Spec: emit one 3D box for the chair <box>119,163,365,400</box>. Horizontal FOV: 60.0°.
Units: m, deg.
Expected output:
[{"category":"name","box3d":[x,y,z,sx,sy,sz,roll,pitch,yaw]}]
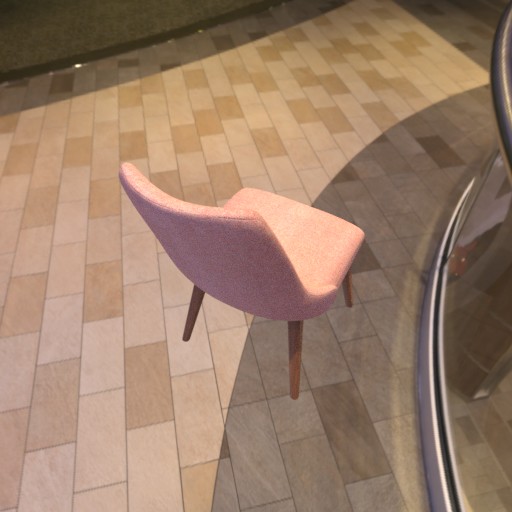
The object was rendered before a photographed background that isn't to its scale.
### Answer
[{"category":"chair","box3d":[0.000,0.000,1.356,0.535,0.918,0.707,24,51,21]}]
